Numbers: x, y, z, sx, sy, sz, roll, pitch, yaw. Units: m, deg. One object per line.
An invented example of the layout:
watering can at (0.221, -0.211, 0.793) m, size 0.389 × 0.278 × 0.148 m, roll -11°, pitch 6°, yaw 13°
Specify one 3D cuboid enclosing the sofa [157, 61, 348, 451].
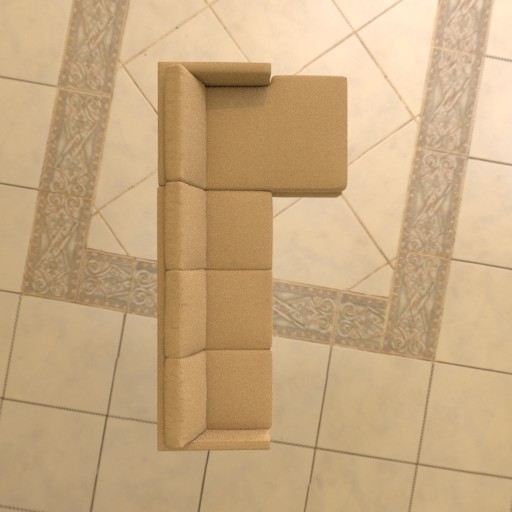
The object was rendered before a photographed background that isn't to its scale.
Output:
sofa at (0.000, 0.000, 3.856) m, size 1.622 × 0.867 × 3.177 m, roll 0°, pitch 90°, yaw -1°
